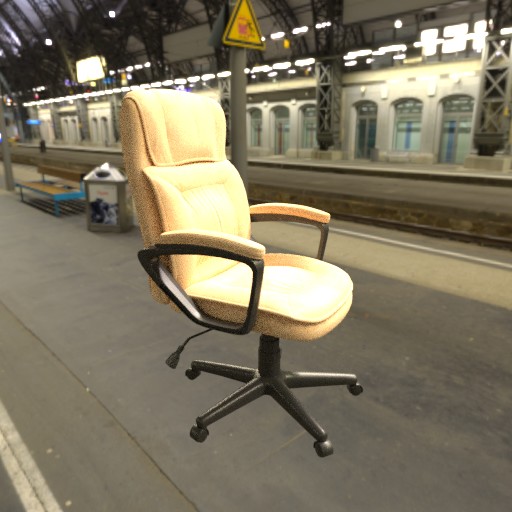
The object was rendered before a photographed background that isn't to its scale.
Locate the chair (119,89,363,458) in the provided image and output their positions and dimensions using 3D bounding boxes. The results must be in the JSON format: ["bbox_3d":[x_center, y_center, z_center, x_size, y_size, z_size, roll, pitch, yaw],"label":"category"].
[{"bbox_3d":[0.000,0.000,1.537,0.724,1.105,0.667,8,17,26],"label":"chair"}]
